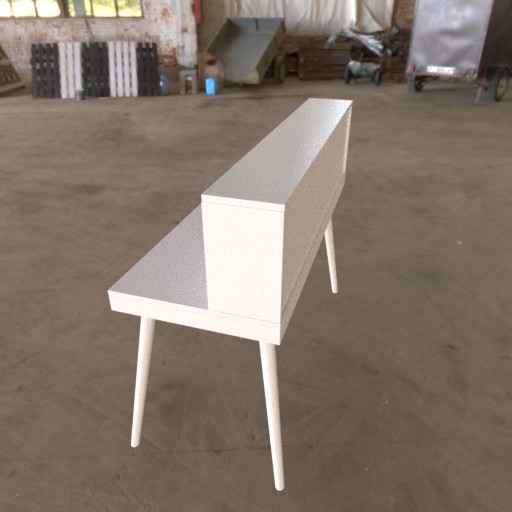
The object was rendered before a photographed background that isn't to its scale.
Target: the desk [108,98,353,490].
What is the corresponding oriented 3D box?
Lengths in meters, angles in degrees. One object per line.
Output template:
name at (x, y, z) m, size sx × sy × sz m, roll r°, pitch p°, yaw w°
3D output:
desk at (0.000, 0.000, 1.742) m, size 0.559 × 0.990 × 1.199 m, roll 9°, pitch 31°, yaw 15°
